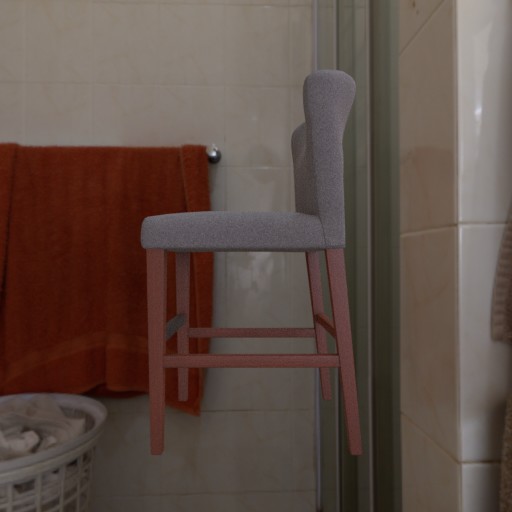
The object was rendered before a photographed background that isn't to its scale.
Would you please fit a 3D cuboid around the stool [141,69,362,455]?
[{"bbox_3d":[0.000,0.000,1.295,0.568,0.968,0.481,0,0,0],"label":"stool"}]
